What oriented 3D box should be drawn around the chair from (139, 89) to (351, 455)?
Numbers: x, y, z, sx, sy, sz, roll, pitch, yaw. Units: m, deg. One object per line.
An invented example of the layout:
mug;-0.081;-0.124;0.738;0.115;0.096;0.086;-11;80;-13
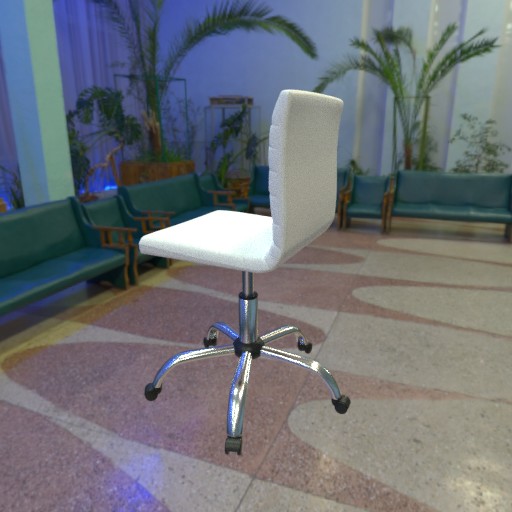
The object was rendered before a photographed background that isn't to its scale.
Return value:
chair;0.000;0.000;1.142;0.530;0.780;0.556;7;18;24
